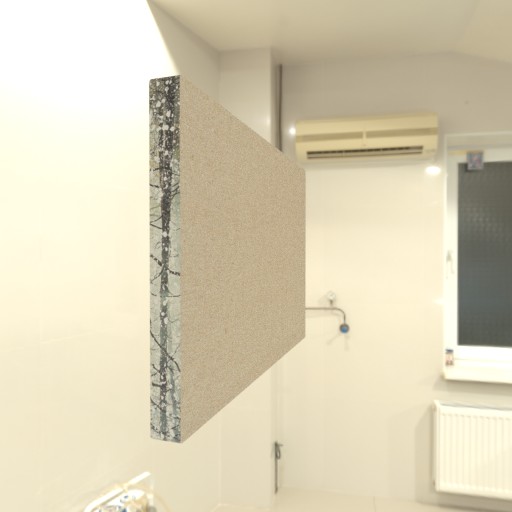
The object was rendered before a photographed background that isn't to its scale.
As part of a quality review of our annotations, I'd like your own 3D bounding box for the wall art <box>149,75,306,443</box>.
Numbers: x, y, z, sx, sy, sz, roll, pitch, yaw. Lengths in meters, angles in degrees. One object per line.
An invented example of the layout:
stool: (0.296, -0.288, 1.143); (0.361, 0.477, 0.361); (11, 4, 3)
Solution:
wall art: (0.000, 0.000, 0.775); (0.042, 0.398, 0.618); (0, 1, 19)
